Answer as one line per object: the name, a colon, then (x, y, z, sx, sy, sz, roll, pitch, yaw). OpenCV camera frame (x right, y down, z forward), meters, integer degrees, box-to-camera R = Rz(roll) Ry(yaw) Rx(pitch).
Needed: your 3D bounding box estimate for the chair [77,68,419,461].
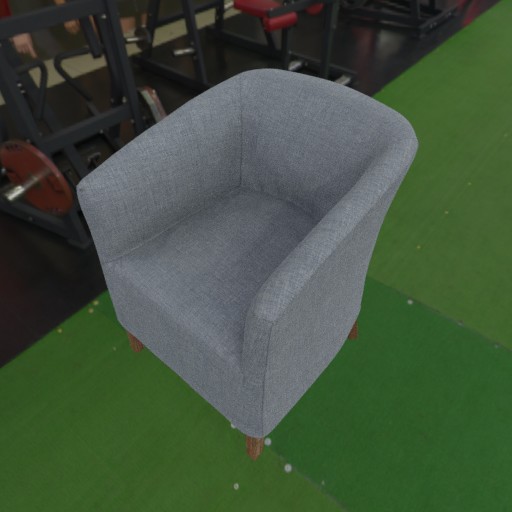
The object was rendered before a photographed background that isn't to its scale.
chair: (0.000, 0.000, 1.246, 0.600, 0.771, 0.668, 32, 54, 27)
